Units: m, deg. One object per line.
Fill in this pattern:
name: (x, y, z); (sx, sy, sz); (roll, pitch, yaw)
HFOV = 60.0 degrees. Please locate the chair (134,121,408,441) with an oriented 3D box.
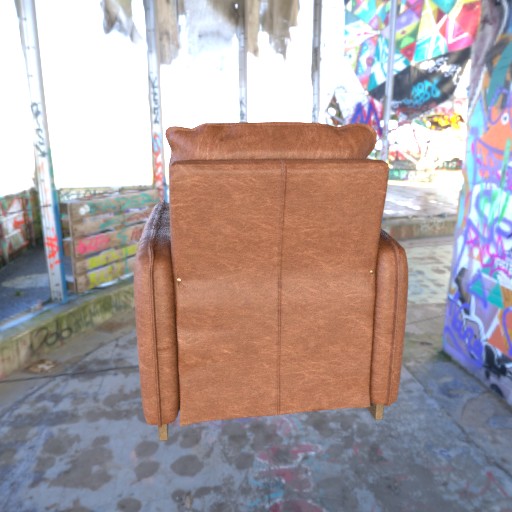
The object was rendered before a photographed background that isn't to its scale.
chair: (0.000, 0.000, 1.637); (0.830, 0.922, 0.922); (-2, 14, -9)
